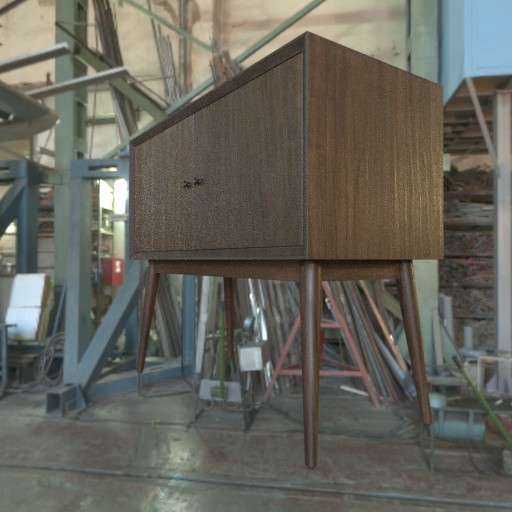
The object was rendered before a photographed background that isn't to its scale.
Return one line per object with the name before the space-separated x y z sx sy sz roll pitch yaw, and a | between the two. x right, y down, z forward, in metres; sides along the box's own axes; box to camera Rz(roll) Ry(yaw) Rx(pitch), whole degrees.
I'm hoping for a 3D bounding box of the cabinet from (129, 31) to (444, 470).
cabinet | 0.000 0.000 1.051 0.354 0.654 0.743 0 -1 -36
